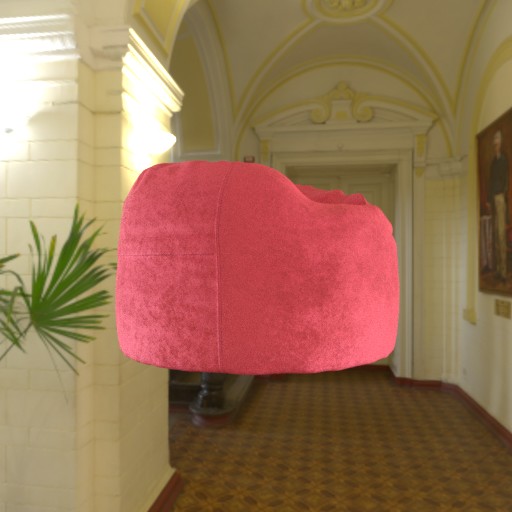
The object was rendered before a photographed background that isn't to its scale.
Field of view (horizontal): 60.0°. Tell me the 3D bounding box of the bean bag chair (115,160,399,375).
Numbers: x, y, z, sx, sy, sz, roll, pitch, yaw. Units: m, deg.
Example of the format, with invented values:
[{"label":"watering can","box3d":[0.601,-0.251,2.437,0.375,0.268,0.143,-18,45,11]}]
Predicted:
[{"label":"bean bag chair","box3d":[0.000,0.000,1.996,1.218,0.788,1.218,0,0,0]}]
